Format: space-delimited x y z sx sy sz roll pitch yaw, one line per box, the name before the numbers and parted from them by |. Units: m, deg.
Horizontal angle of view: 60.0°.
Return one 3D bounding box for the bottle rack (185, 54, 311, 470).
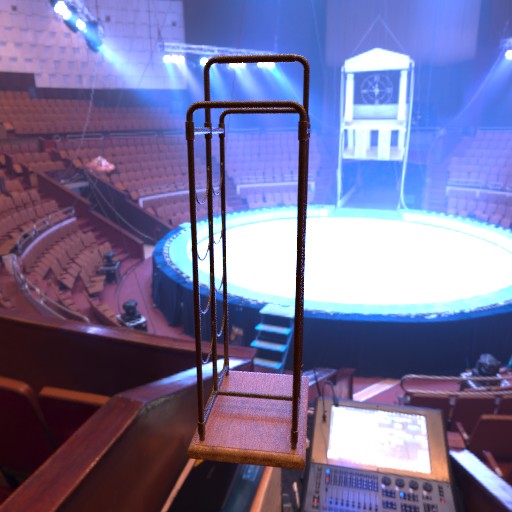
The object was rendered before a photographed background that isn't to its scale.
bottle rack | 0.000 0.000 0.813 0.208 0.680 0.276 2 16 8
